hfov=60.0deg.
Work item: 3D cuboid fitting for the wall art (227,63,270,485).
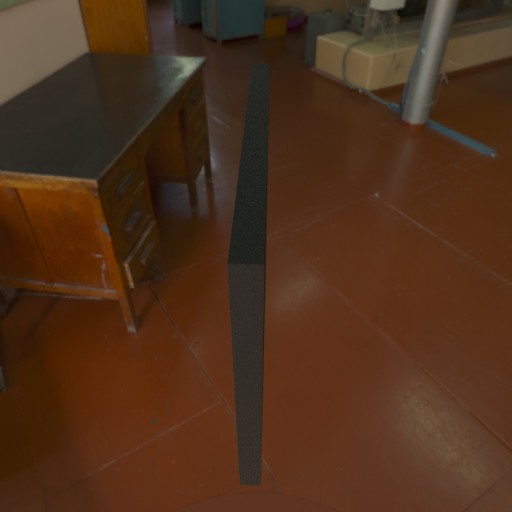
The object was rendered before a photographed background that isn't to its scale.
[{"bbox_3d":[0.000,0.000,0.542,0.024,0.329,0.404,1,40,1],"label":"wall art"}]
